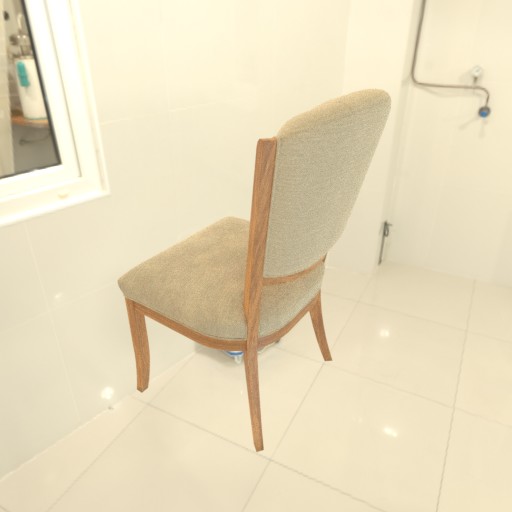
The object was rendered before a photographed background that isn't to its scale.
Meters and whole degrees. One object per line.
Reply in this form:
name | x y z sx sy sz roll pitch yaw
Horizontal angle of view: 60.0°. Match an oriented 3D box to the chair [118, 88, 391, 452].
chair | 0.000 0.000 1.224 0.584 0.905 0.513 18 34 30
